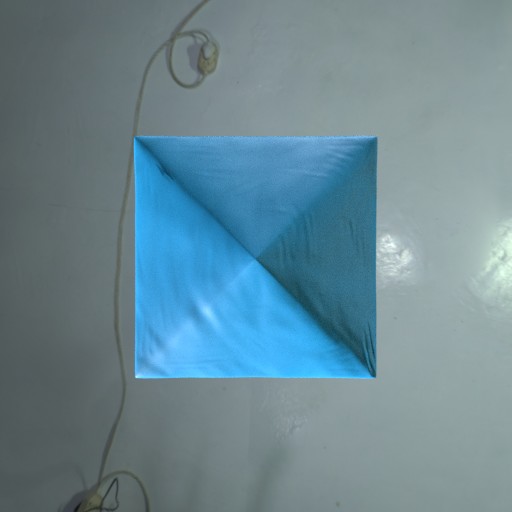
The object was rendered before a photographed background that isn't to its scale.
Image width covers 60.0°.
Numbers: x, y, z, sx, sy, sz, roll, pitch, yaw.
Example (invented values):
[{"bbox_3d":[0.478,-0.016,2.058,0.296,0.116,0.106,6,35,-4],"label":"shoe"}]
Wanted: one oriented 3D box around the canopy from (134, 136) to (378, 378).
[{"bbox_3d":[0.000,0.000,5.193,2.848,2.849,2.849,0,91,0],"label":"canopy"}]
